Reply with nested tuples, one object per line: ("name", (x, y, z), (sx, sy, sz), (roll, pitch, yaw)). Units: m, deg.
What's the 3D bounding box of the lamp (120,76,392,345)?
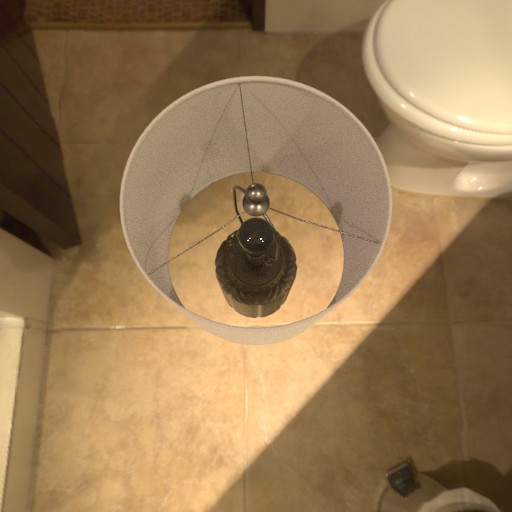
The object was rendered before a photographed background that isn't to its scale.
("lamp", (0.000, 0.000, 0.512), (0.203, 0.389, 0.203), (-37, 78, -9))
